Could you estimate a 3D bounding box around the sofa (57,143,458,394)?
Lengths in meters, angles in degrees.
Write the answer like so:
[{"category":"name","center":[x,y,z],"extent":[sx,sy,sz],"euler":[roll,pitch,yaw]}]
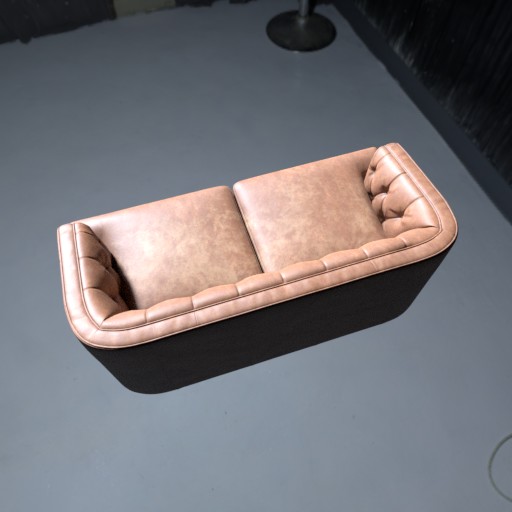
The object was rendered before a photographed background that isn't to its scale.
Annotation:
[{"category":"sofa","center":[0.000,0.000,2.251],"extent":[1.755,0.786,0.914],"euler":[-16,60,-9]}]
